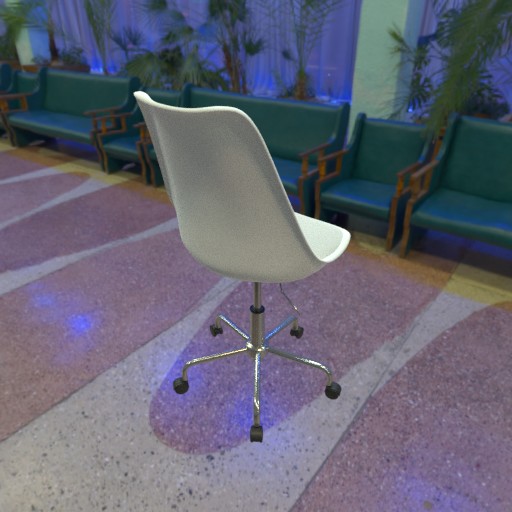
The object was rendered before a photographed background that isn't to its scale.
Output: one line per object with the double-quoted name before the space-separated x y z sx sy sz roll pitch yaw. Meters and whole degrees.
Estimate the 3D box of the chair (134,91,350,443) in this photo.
"chair" 0.000 0.000 1.261 0.550 0.930 0.550 21 36 32
